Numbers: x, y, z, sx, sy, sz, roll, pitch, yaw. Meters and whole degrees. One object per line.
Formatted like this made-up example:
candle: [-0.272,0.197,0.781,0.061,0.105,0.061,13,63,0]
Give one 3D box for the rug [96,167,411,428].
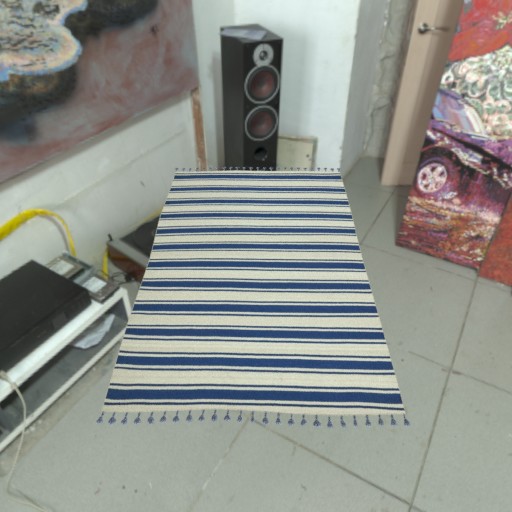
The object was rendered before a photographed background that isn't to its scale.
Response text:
rug: [0.000,0.000,2.554,1.248,0.009,2.108,0,40,1]
